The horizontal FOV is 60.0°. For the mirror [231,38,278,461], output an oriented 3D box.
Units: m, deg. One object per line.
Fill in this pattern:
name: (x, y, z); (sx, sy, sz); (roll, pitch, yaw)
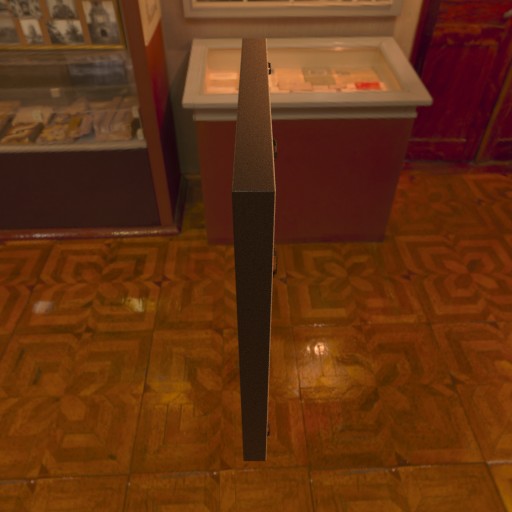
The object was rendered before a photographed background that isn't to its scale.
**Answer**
mirror: (0.000, 0.000, 0.680); (0.041, 0.509, 0.406); (0, 42, 0)
